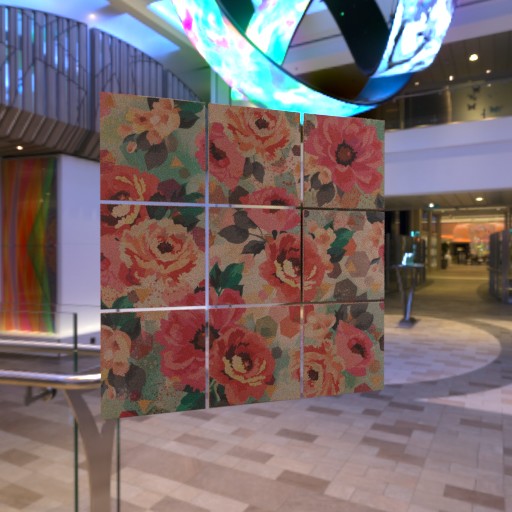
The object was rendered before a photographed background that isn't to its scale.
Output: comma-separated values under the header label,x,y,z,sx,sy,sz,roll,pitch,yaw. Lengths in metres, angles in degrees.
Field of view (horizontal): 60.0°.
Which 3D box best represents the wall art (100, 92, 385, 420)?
label,x,y,z,sx,sy,sz,roll,pitch,yaw
wall art,0.000,0.000,1.834,1.216,1.220,0.013,0,1,-17
